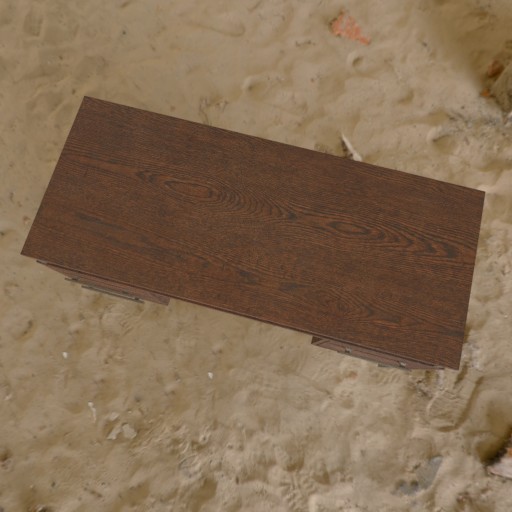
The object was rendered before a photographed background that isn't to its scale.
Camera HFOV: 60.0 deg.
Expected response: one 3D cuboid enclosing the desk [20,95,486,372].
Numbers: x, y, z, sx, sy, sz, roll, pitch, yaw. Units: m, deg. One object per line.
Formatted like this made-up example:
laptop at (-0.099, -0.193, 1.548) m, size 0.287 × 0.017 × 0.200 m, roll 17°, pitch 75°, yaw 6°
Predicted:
desk at (0.000, 0.000, 1.796) m, size 1.384 × 0.792 × 0.610 m, roll 14°, pitch 77°, yaw 4°
